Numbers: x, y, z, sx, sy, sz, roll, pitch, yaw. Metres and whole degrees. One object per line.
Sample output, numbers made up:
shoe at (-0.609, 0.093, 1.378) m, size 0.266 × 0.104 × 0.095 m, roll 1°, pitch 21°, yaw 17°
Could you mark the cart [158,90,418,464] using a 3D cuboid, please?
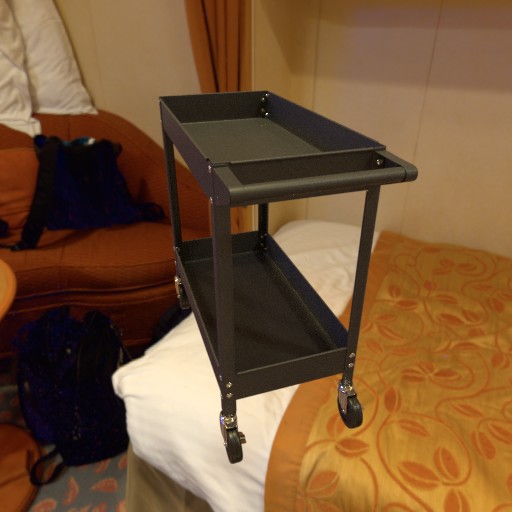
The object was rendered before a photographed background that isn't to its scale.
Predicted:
cart at (0.000, 0.000, 1.194) m, size 0.366 × 0.719 × 0.779 m, roll -9°, pitch 31°, yaw -16°
